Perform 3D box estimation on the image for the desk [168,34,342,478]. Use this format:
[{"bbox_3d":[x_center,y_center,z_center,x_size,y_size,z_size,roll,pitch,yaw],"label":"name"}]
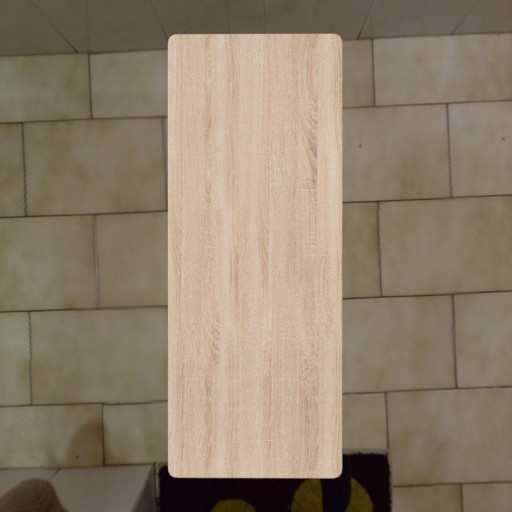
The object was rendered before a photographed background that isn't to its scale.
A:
[{"bbox_3d":[0.000,0.000,1.776,0.550,0.760,1.400,0,90,0],"label":"desk"}]
